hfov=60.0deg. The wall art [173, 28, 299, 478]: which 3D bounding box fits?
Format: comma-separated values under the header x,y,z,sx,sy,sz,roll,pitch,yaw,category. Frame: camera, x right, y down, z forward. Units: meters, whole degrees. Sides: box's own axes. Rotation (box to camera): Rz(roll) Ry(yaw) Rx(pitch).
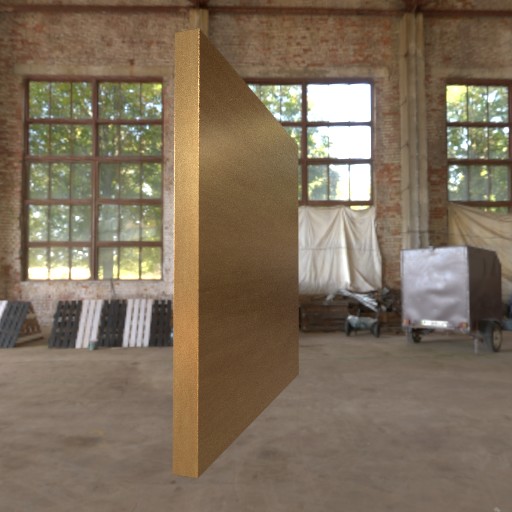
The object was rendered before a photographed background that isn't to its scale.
x,y,z,sx,sy,sz,roll,pitch,yaw,category
0.000,0.000,0.443,0.019,0.302,0.302,-1,-2,18,wall art
